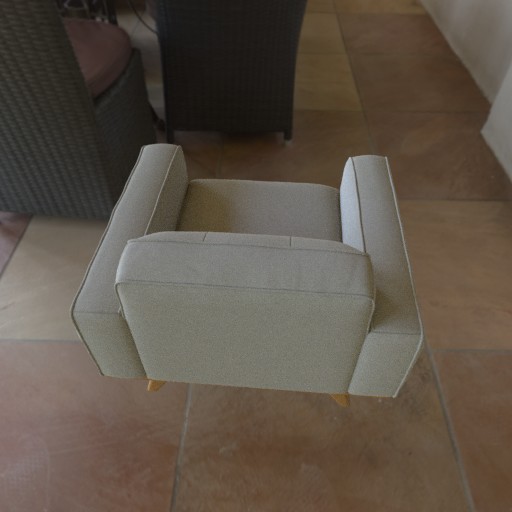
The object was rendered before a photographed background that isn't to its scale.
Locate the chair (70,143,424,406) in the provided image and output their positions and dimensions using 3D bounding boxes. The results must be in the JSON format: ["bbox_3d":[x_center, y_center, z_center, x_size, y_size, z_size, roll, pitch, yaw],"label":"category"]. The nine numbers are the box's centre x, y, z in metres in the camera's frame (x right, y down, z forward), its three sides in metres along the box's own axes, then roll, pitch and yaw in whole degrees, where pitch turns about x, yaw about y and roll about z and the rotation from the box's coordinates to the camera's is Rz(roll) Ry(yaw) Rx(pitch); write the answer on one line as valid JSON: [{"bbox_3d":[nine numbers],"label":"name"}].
[{"bbox_3d":[0.000,0.000,1.756,1.115,0.779,0.953,3,47,3],"label":"chair"}]
